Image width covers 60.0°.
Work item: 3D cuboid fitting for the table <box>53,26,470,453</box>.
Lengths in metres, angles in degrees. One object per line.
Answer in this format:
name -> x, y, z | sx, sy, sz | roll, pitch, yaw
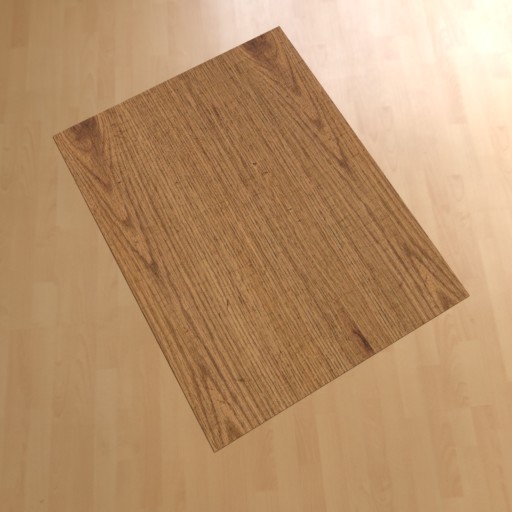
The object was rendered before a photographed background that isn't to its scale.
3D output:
table -> 0.000, 0.000, 1.050 | 0.494, 0.625, 0.601 | -29, 77, -7
